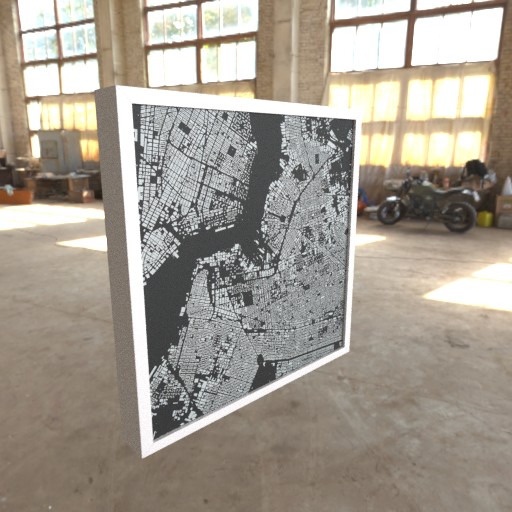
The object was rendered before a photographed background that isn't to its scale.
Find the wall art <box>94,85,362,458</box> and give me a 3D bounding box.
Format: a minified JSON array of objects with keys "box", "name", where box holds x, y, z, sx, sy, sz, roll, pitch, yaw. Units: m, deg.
[{"box":[0.000,0.000,0.462,0.305,0.305,0.037,-13,19,-42],"name":"wall art"}]
